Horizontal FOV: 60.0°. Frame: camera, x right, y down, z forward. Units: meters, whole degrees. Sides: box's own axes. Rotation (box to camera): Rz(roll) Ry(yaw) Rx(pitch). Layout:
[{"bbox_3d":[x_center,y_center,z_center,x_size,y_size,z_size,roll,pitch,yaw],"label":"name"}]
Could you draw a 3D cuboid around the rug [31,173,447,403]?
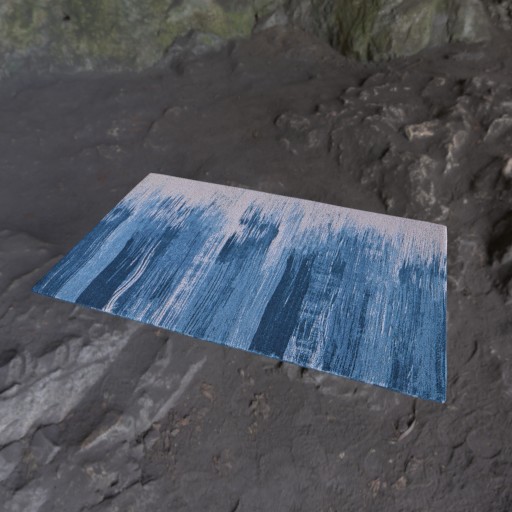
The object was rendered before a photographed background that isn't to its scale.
[{"bbox_3d":[0.000,0.000,2.988,2.450,0.027,1.540,12,42,14],"label":"rug"}]
